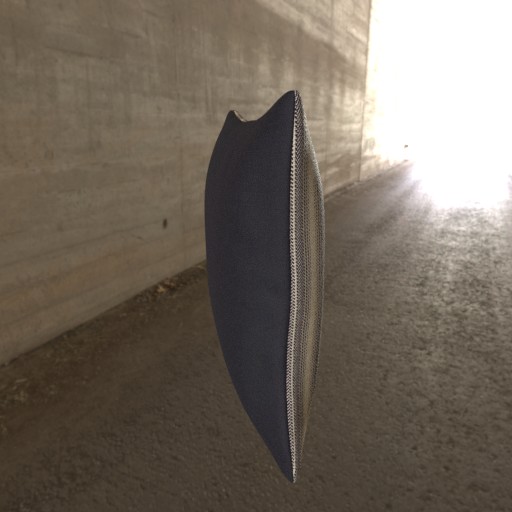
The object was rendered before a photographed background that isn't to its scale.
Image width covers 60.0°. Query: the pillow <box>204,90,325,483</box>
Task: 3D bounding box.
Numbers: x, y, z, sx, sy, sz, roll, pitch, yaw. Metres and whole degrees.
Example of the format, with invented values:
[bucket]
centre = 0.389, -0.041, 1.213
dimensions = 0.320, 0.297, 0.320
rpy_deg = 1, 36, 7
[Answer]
[pillow]
centre = 0.000, 0.000, 0.779
dimensions = 0.166, 0.508, 0.520
rpy_deg = -3, 16, -10
